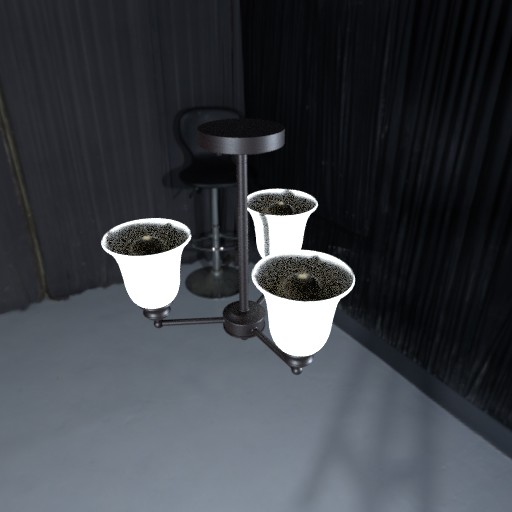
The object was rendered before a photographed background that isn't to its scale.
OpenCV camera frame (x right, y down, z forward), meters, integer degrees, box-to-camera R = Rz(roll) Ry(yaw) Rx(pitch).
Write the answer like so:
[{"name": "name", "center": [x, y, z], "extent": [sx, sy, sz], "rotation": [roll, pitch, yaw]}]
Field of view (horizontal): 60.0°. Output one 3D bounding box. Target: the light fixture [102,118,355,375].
[{"name": "light fixture", "center": [0.000, 0.000, 0.672], "extent": [0.388, 0.370, 0.354], "rotation": [-18, 33, -29]}]
